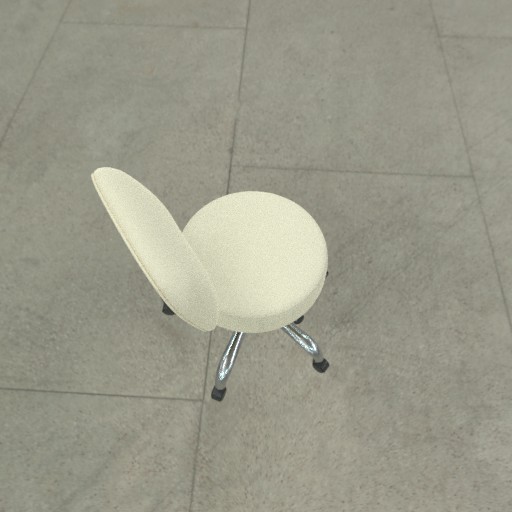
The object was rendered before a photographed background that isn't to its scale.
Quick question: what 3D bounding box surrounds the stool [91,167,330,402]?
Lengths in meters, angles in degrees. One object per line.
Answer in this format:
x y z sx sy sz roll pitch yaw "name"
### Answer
0.000 0.000 1.237 0.616 0.810 0.609 -28 63 -16 "stool"
